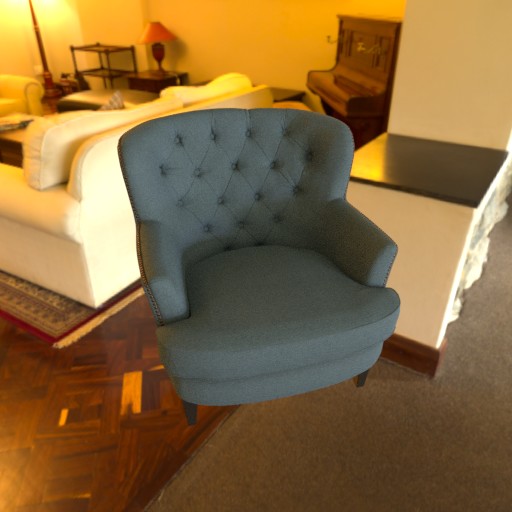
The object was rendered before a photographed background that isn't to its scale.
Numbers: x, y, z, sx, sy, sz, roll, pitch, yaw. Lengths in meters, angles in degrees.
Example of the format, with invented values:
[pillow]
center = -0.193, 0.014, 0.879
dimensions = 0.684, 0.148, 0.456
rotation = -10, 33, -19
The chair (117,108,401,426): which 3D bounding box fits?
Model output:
[chair]
center = 0.000, 0.000, 1.596
dimensions = 0.848, 0.868, 0.906
rotation = -8, 31, -14
